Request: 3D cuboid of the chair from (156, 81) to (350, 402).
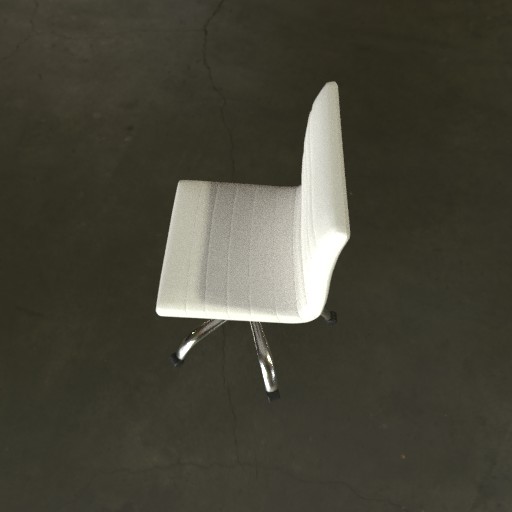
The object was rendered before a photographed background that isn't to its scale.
[{"bbox_3d":[0.000,0.000,1.141,0.530,0.780,0.556,2,58,1],"label":"chair"}]
